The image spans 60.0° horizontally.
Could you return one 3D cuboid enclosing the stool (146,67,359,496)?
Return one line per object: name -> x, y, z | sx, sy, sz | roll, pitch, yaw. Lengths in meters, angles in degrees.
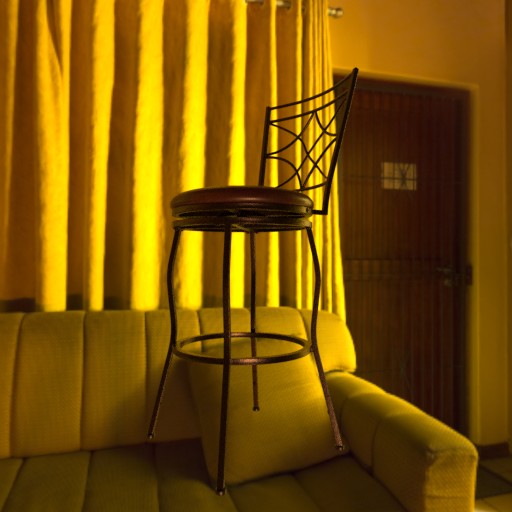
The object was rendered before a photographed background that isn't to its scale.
stool -> 0.000, 0.000, 1.358 | 0.534, 1.117, 0.434 | 0, 0, -37
